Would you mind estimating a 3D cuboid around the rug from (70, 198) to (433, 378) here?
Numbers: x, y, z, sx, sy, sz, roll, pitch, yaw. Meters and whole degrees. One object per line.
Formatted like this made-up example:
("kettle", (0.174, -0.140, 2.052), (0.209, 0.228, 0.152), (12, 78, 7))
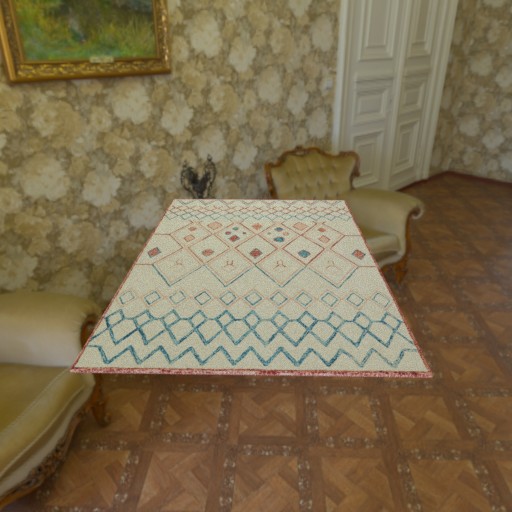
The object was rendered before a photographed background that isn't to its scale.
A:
("rug", (0.000, 0.000, 2.306), (1.219, 0.016, 1.829), (1, 26, 1))
